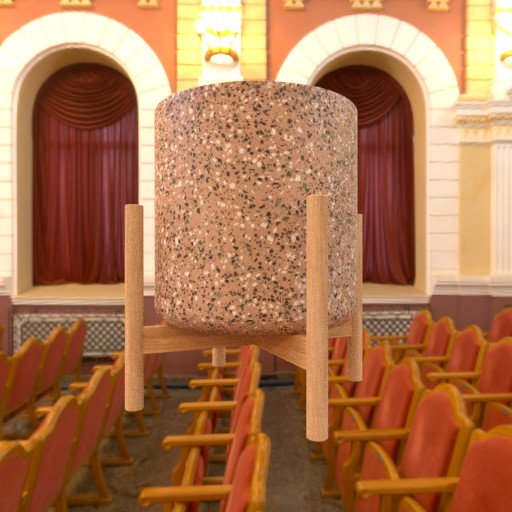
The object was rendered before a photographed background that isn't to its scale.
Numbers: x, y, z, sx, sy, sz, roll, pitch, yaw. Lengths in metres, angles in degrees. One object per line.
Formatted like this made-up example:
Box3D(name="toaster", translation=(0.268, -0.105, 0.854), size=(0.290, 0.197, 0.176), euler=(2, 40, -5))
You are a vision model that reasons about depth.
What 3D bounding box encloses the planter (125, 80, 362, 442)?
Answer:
Box3D(name="planter", translation=(0.000, 0.000, 0.679), size=(0.360, 0.419, 0.360), euler=(0, 0, 0))
